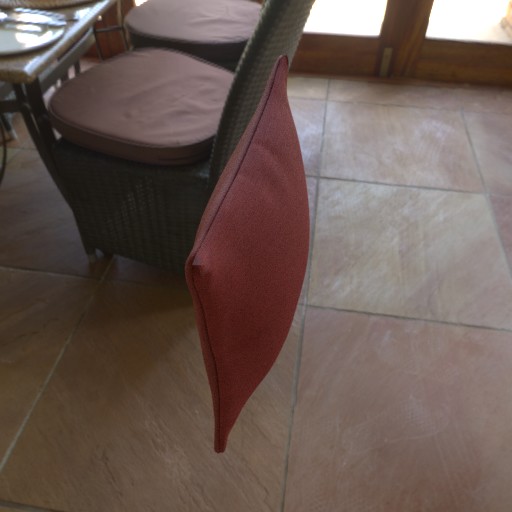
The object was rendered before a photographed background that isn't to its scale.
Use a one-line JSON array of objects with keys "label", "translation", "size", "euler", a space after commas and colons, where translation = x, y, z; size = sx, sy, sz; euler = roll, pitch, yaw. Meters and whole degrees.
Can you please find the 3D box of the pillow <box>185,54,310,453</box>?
[{"label": "pillow", "translation": [0.000, 0.000, 0.652], "size": [0.151, 0.416, 0.435], "euler": [9, 47, 9]}]
